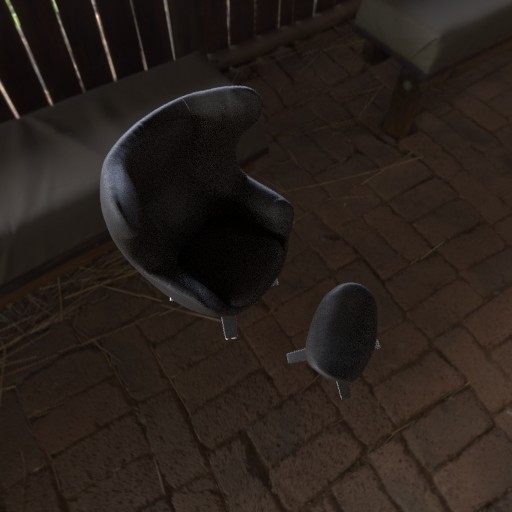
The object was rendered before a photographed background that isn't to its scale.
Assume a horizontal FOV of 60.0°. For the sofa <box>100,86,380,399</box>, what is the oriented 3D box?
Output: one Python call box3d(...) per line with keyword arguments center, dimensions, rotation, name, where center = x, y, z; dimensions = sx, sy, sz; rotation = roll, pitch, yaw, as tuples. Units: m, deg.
box3d(center=(0.000, 0.000, 2.169), dimensions=(1.444, 1.135, 0.894), rotation=(31, 63, 18), name="sofa")
